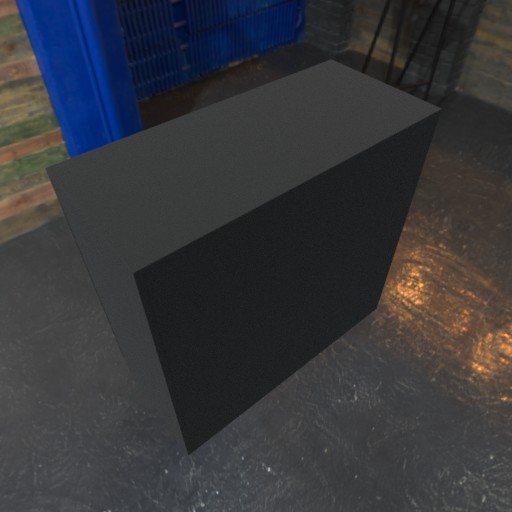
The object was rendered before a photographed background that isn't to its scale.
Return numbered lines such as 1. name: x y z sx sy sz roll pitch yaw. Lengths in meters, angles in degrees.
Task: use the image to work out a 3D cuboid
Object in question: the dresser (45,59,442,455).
1. dresser: 0.000 0.000 1.154 0.750 0.720 0.360 -31 54 -26
